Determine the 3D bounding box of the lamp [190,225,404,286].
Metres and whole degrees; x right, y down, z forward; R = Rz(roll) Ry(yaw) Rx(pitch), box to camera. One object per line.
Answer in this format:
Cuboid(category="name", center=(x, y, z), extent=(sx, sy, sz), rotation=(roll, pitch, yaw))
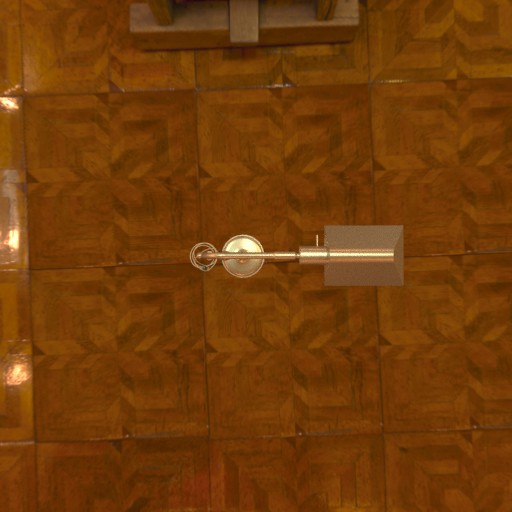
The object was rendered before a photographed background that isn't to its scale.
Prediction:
Cuboid(category="lamp", center=(0.000, 0.000, 1.889), extent=(0.813, 1.571, 0.256), rotation=(0, 90, 1))
